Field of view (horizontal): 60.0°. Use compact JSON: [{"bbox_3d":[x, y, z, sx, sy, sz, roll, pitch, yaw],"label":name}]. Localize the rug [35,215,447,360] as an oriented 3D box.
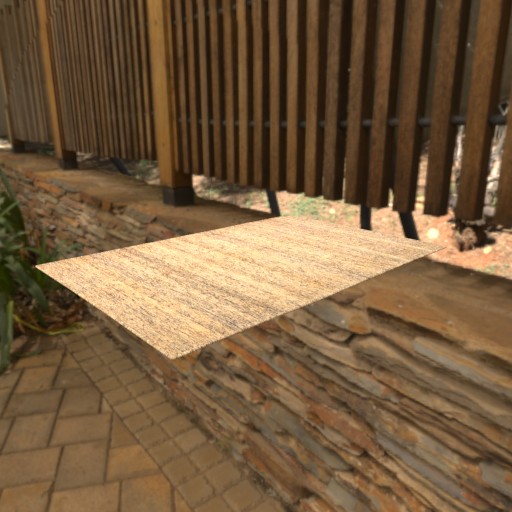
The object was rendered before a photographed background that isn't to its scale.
[{"bbox_3d":[0.000,0.000,2.367,1.846,0.014,1.243,-15,22,-41],"label":"rug"}]
